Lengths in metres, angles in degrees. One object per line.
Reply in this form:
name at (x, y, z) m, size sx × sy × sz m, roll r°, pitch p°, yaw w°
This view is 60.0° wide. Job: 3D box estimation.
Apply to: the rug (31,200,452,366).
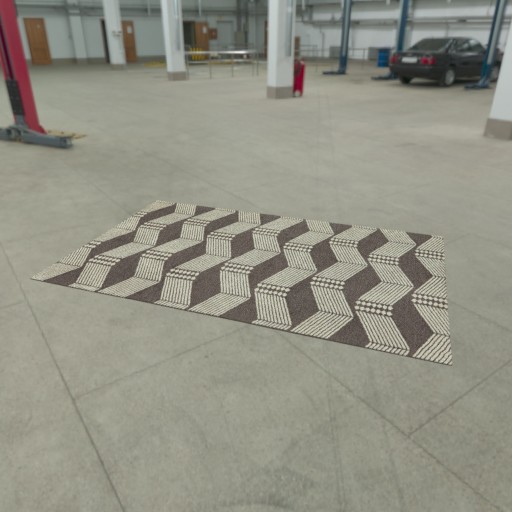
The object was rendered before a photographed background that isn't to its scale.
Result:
rug at (0.000, 0.000, 3.026) m, size 2.435 × 0.011 × 1.517 m, roll 9°, pitch 28°, yaw 17°
